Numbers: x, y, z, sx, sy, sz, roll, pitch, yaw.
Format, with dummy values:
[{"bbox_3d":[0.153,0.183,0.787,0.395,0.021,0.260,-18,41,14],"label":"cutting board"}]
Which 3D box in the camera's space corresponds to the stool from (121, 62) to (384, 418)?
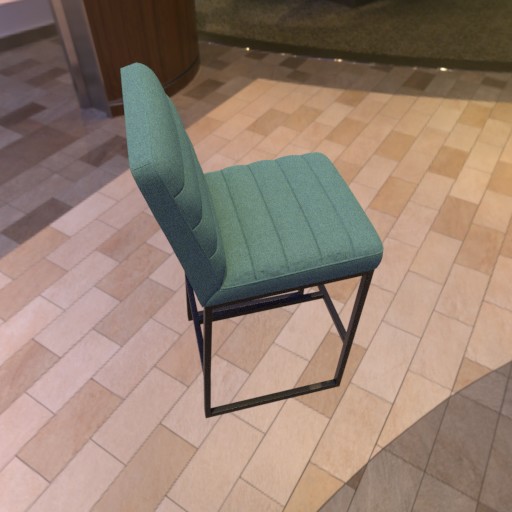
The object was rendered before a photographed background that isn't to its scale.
[{"bbox_3d":[0.000,0.000,1.323,0.560,1.040,0.460,-10,47,-10],"label":"stool"}]
